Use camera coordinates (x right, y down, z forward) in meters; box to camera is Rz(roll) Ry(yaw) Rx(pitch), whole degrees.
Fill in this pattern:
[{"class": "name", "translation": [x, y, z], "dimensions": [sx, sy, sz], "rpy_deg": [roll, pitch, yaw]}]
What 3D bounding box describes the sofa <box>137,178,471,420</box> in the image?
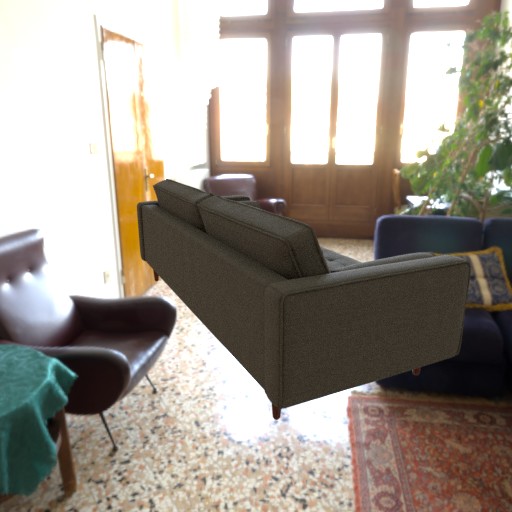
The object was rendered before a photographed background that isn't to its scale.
[{"class": "sofa", "translation": [0.000, 0.000, 2.594], "dimensions": [0.914, 0.762, 2.198], "rpy_deg": [-8, 17, -25]}]
